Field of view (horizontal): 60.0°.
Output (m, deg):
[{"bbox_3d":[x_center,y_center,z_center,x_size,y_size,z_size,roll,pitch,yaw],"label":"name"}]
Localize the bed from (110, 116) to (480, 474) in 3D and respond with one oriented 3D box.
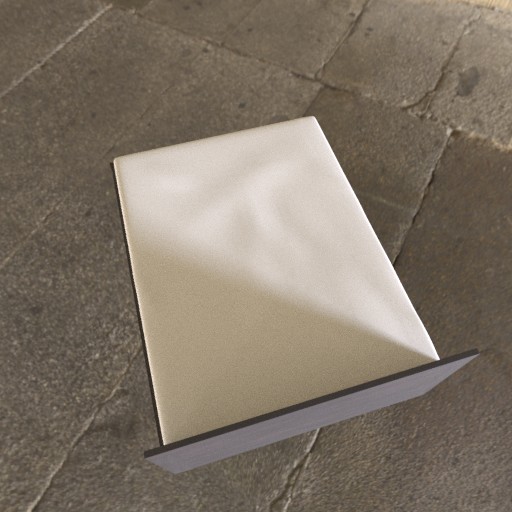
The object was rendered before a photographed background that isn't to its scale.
[{"bbox_3d":[0.000,0.000,2.818,1.585,0.823,2.073,-14,61,-8],"label":"bed"}]
